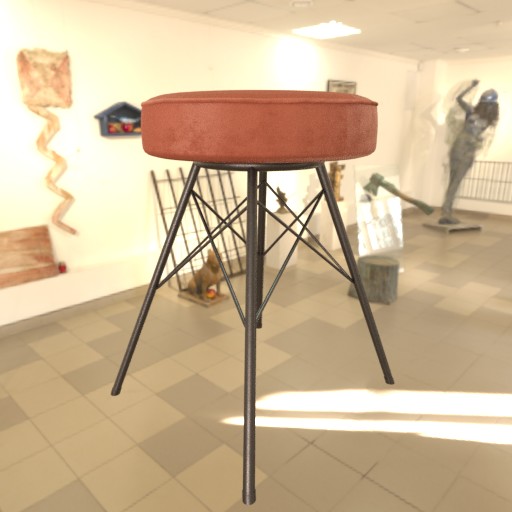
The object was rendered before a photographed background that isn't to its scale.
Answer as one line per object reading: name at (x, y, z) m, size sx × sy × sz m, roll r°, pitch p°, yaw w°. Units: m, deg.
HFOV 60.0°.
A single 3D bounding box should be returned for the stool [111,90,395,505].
stool at (0.000, 0.000, 0.865) m, size 0.421 × 0.593 × 0.457 m, roll 16°, pitch 23°, yaw 42°
